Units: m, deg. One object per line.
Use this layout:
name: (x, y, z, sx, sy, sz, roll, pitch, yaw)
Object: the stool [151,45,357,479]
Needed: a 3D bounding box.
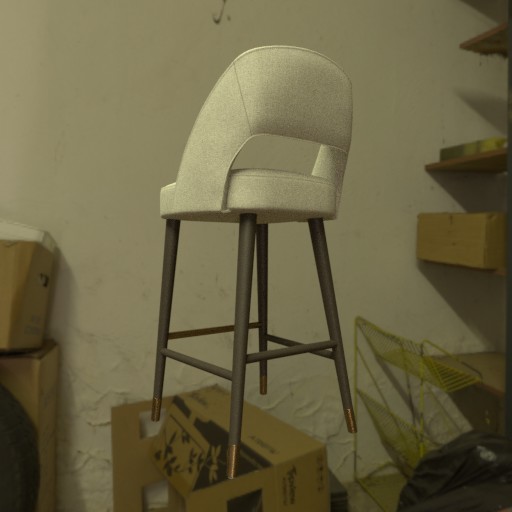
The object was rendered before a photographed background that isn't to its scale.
stool: (0.000, 0.000, 1.320, 0.494, 1.037, 0.509, -1, 1, -37)
